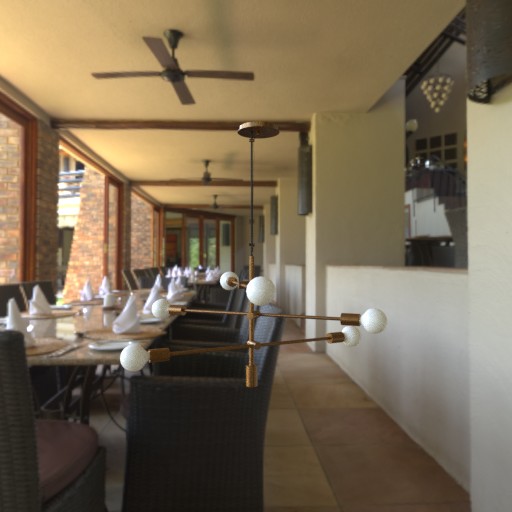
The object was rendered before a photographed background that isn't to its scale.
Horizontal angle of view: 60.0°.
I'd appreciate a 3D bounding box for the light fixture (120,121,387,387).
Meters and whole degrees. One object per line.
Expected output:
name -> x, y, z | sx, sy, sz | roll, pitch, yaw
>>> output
light fixture -> 0.000, 0.000, 1.272 | 0.682, 0.744, 0.637 | 0, -1, 0
